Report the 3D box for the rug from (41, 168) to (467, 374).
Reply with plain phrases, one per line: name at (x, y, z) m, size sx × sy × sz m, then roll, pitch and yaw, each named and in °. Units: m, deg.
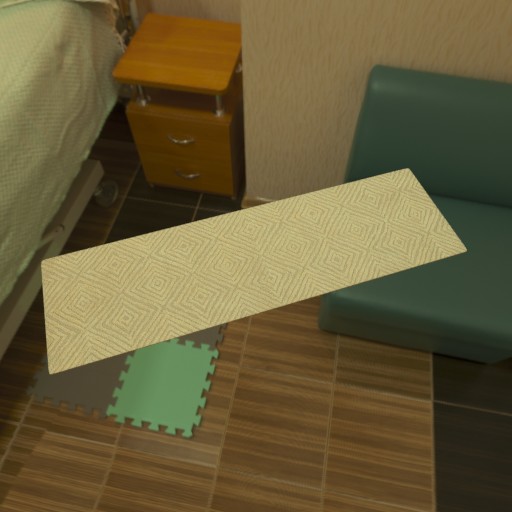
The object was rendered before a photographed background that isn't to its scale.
rug at (0.000, 0.000, 2.468) m, size 2.277 × 0.008 × 0.676 m, roll -15°, pitch 58°, yaw -10°
